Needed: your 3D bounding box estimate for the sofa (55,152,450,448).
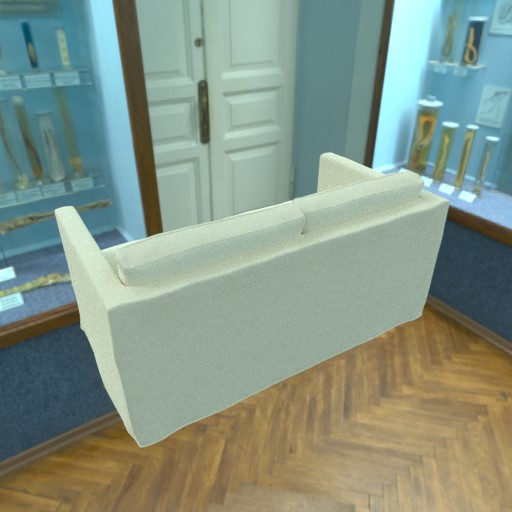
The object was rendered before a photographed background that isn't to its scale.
[{"bbox_3d":[0.000,0.000,2.314,1.746,0.834,0.962,-17,35,-27],"label":"sofa"}]
